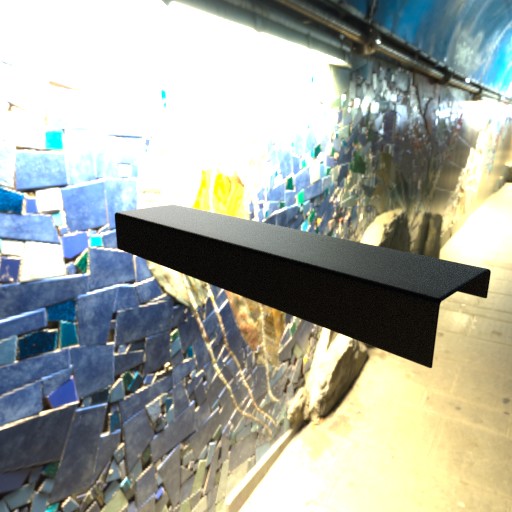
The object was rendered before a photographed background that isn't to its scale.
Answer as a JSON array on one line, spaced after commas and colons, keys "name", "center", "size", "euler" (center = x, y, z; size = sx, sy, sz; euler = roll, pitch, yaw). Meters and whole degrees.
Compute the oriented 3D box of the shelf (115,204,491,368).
[{"name": "shelf", "center": [0.000, 0.000, 0.497], "size": [0.102, 0.053, 0.456], "euler": [-15, 22, -42]}]
